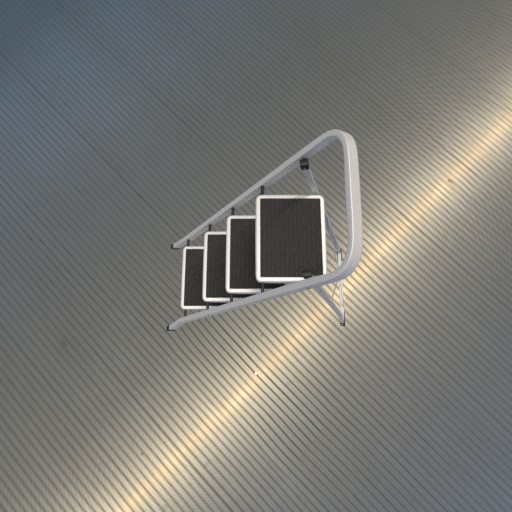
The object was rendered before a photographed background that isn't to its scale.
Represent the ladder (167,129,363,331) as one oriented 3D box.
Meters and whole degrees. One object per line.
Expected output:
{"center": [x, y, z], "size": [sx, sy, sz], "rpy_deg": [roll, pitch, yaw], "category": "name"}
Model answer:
{"center": [0.000, 0.000, 1.715], "size": [0.914, 1.265, 0.460], "rpy_deg": [0, 75, 0], "category": "ladder"}
